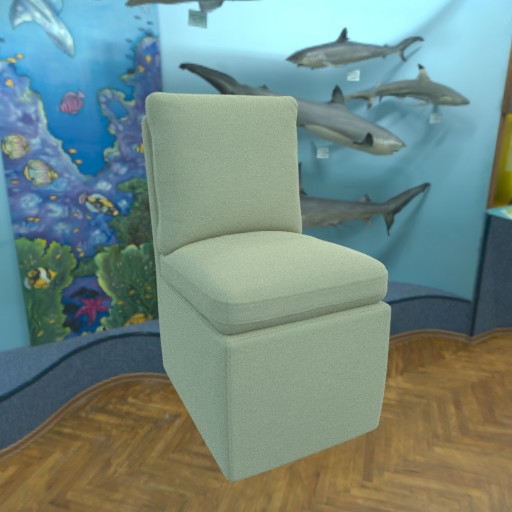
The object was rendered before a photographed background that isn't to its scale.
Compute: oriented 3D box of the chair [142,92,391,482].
[{"bbox_3d":[0.000,0.000,1.320,0.503,0.927,0.698,-8,19,-25],"label":"chair"}]
